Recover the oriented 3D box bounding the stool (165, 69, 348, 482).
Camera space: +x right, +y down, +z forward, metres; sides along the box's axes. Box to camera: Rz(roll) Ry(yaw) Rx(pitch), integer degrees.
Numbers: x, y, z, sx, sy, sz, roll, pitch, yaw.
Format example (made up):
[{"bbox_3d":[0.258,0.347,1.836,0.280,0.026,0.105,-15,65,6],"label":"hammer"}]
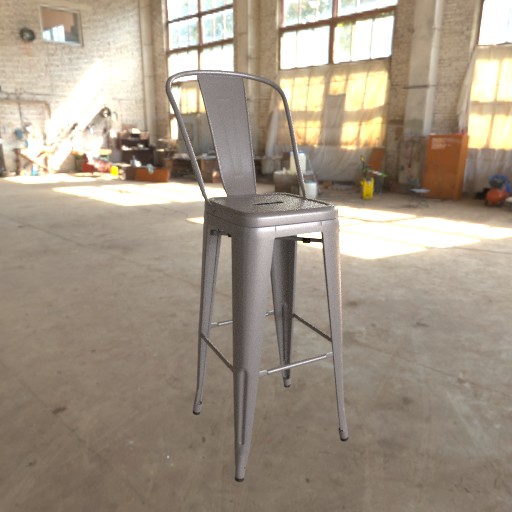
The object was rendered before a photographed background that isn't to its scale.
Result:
[{"bbox_3d":[0.000,0.000,1.339,0.399,1.096,0.513,-8,18,-26],"label":"stool"}]
